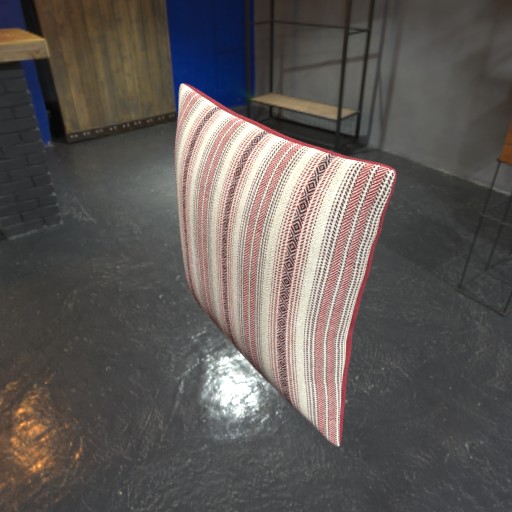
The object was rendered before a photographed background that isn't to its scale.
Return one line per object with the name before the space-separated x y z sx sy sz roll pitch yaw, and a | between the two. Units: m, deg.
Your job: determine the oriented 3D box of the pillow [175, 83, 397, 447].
pillow | 0.000 0.000 0.787 0.166 0.497 0.513 -21 39 -28
